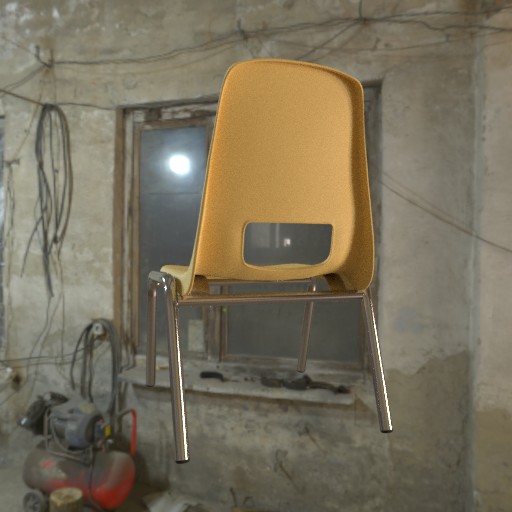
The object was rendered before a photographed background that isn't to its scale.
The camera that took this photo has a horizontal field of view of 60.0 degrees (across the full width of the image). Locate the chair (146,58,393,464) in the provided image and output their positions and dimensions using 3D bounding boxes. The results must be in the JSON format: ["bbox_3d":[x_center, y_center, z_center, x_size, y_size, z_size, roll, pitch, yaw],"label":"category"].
[{"bbox_3d":[0.000,0.000,0.780,0.354,0.536,0.385,0,1,-18],"label":"chair"}]
